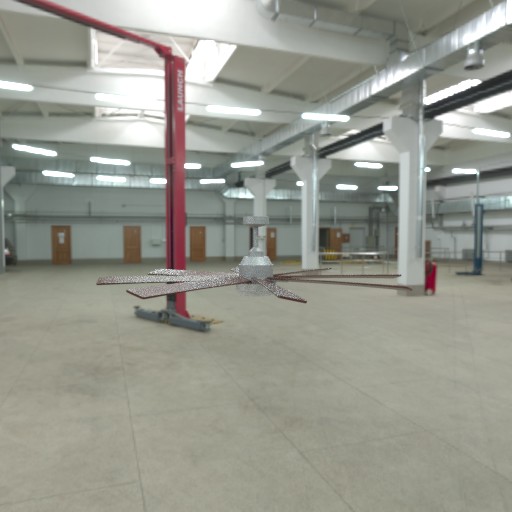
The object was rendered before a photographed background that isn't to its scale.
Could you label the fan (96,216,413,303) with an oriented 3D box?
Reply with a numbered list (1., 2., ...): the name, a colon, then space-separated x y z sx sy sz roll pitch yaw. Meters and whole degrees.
1. fan: 0.000 0.000 2.673 1.830 0.472 1.830 2 3 36
